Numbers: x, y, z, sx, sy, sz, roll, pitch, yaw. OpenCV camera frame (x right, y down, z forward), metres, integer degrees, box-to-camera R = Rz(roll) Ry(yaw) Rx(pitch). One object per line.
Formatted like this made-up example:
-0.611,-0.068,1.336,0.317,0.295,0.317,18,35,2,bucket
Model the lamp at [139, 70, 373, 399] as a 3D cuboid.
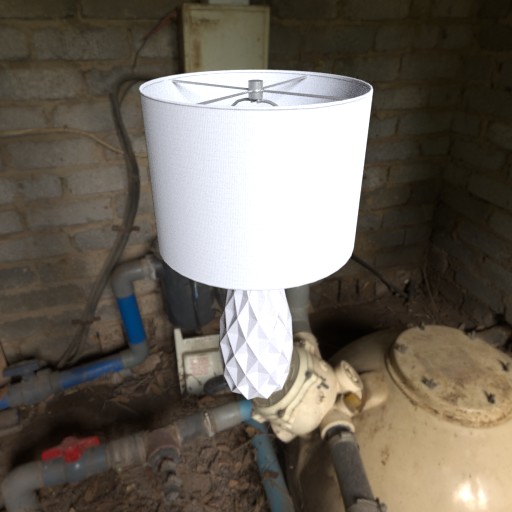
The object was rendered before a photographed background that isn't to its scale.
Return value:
0.000,0.000,0.703,0.297,0.522,0.297,0,29,0,lamp
